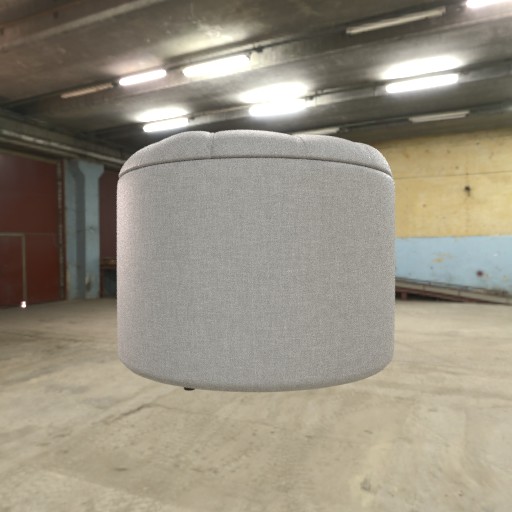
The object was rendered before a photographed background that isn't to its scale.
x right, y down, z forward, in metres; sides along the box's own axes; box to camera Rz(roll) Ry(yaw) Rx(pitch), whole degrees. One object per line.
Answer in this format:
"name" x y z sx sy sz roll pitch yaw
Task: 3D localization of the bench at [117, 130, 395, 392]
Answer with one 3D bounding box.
"bench" 0.000 0.000 1.002 0.600 0.453 0.600 0 0 0
